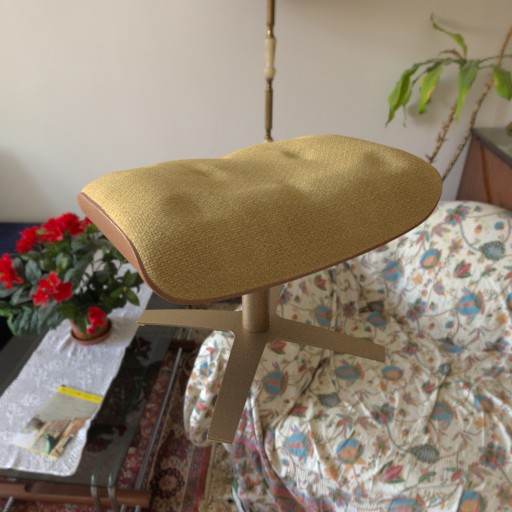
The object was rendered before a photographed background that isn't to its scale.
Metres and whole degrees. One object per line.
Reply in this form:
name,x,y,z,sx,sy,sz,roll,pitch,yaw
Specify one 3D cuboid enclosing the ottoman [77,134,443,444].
ottoman,0.000,0.000,0.820,0.520,0.391,0.394,-18,35,-27
